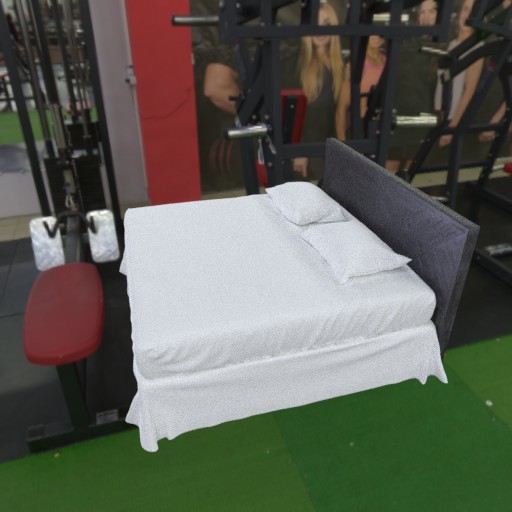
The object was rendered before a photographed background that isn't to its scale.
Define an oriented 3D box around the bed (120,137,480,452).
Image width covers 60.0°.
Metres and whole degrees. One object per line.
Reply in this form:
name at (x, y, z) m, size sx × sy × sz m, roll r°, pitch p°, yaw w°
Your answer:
bed at (0.000, 0.000, 3.433) m, size 2.165 × 1.158 × 2.255 m, roll -8°, pitch 31°, yaw -14°
